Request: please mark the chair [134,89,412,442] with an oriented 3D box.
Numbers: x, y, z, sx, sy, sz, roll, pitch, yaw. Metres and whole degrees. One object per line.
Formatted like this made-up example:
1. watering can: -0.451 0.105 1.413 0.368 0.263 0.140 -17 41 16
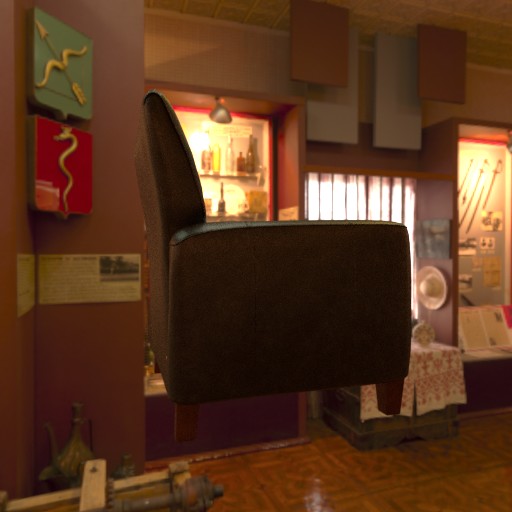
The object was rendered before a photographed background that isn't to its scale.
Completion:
1. chair: 0.000 0.000 1.666 0.864 1.014 0.848 0 1 -17
